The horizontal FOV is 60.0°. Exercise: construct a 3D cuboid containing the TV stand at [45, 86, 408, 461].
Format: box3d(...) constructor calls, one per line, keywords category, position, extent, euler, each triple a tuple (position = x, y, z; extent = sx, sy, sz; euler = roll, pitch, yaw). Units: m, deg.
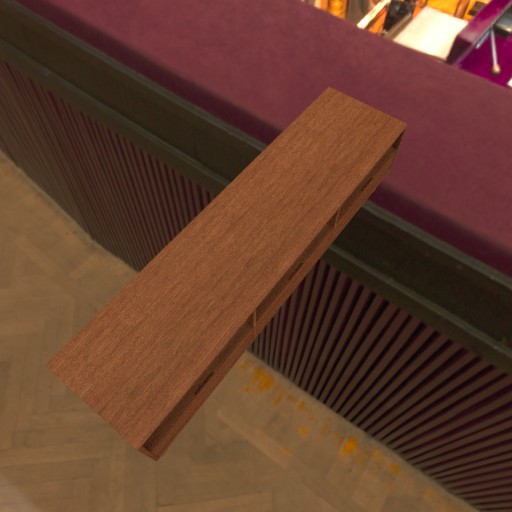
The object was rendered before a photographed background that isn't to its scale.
box3d(category="TV stand", position=(0.000, 0.000, 1.668), extent=(0.366, 0.409, 1.482), euler=(33, 65, 18))
